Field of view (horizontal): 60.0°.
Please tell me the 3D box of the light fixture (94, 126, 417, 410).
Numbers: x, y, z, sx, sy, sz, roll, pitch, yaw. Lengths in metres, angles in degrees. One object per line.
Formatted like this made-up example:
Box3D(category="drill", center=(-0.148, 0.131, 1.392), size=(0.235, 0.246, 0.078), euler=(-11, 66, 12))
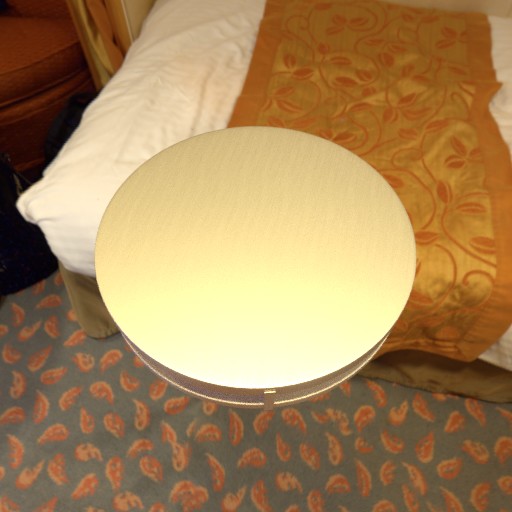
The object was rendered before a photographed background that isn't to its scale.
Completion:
Box3D(category="light fixture", center=(0.000, 0.000, 0.538), size=(0.356, 0.102, 0.356), euler=(0, 56, 0))
